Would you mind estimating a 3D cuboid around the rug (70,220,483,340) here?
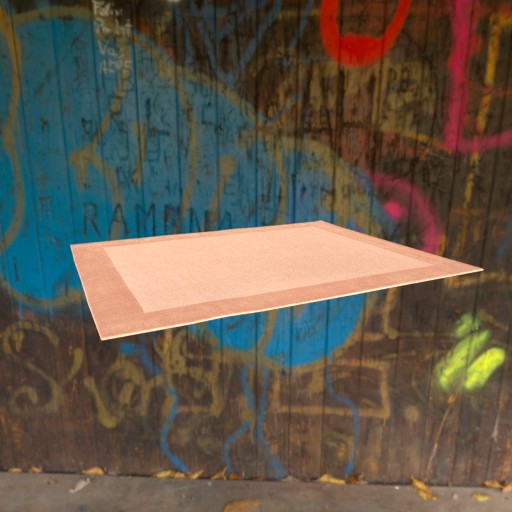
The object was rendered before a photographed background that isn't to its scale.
[{"bbox_3d":[0.000,0.000,4.110,3.057,0.021,2.431,-7,17,-25],"label":"rug"}]
